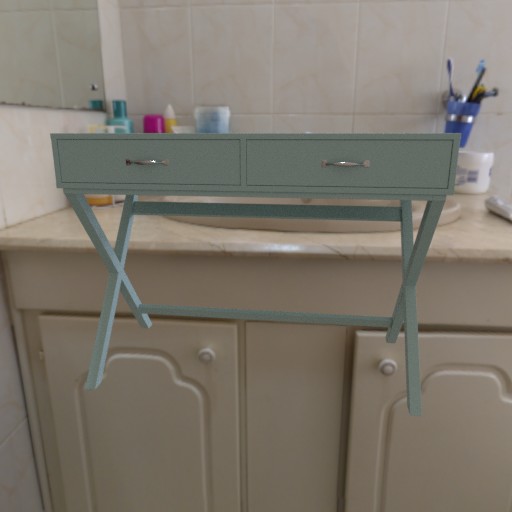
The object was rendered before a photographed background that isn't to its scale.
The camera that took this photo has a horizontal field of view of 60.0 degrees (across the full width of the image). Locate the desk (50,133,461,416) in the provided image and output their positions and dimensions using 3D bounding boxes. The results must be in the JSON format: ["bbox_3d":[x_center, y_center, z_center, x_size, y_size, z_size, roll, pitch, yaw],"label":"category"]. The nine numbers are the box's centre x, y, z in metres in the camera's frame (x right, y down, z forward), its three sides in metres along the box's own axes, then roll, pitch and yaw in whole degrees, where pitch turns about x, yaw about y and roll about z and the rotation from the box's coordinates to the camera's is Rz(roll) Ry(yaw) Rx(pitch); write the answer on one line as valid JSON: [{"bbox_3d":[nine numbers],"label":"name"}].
[{"bbox_3d":[0.000,0.000,1.463,1.057,0.780,0.525,2,16,8],"label":"desk"}]
